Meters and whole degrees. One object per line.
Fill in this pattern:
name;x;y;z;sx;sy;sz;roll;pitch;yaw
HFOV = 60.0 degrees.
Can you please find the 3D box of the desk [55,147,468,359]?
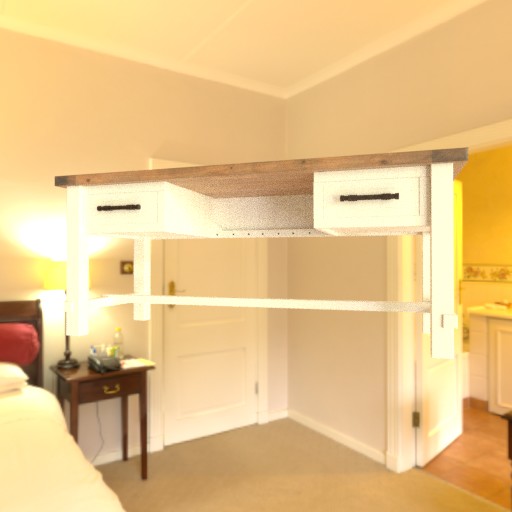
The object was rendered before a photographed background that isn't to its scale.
desk;0.000;0.000;2.175;1.803;0.762;0.688;0;-1;18
